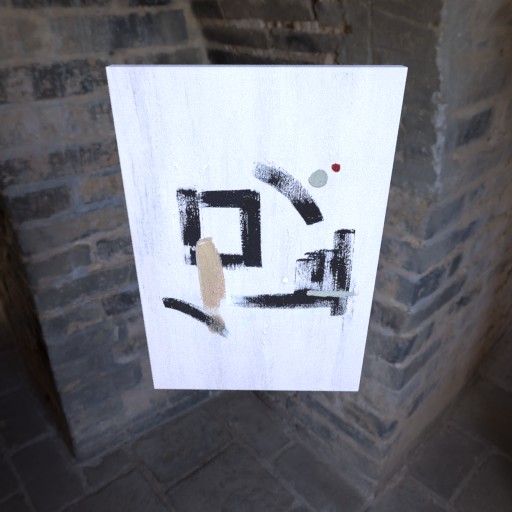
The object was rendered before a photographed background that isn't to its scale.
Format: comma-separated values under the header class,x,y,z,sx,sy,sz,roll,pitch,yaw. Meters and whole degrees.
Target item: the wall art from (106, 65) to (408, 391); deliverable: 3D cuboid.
class,x,y,z,sx,sy,sz,roll,pitch,yaw
wall art,0.000,0.000,1.154,0.624,0.914,0.043,0,29,1
